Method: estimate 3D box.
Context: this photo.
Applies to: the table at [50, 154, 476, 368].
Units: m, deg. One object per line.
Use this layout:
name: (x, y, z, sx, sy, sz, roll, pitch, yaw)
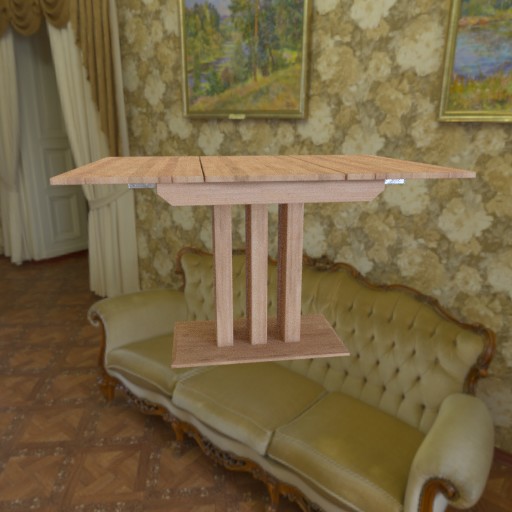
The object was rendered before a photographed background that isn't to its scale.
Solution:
table: (0.000, 0.000, 1.867, 1.300, 0.770, 0.900, -2, 16, -8)
